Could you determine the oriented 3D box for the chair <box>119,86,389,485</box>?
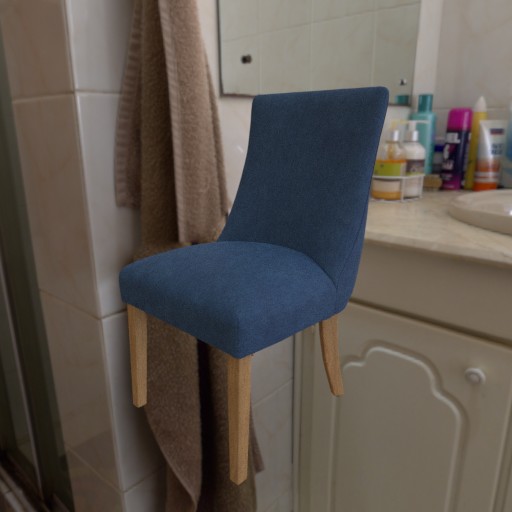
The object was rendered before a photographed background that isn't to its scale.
[{"bbox_3d":[0.000,0.000,1.244,0.495,0.902,0.609,15,22,42],"label":"chair"}]
